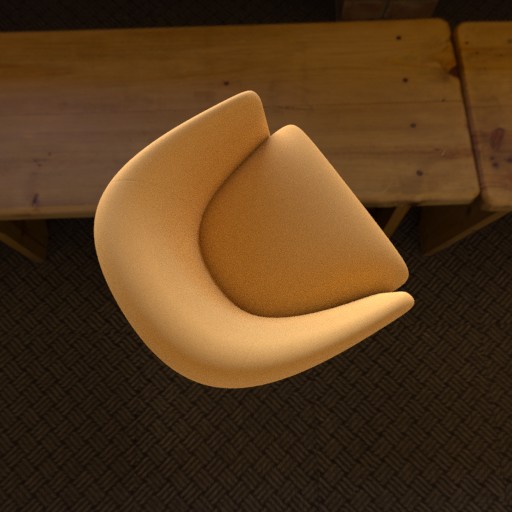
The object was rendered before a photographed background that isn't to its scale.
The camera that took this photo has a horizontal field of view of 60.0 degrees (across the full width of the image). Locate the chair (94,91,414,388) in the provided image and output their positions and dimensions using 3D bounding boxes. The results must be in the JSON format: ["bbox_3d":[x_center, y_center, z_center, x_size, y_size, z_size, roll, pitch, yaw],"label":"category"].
[{"bbox_3d":[0.000,0.000,1.397,0.767,0.698,0.773,-32,77,-9],"label":"chair"}]
